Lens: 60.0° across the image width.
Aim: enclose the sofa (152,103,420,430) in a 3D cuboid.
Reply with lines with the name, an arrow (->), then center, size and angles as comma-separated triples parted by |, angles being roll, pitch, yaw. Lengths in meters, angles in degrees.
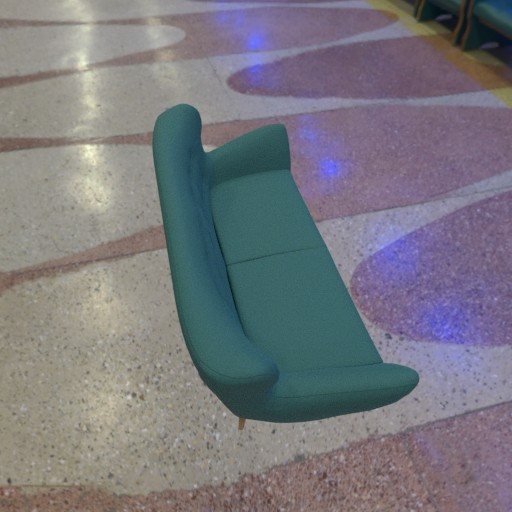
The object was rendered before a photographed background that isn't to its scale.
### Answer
sofa -> 0.000, 0.000, 2.386 | 0.889, 0.890, 1.930 | -10, 48, -9
